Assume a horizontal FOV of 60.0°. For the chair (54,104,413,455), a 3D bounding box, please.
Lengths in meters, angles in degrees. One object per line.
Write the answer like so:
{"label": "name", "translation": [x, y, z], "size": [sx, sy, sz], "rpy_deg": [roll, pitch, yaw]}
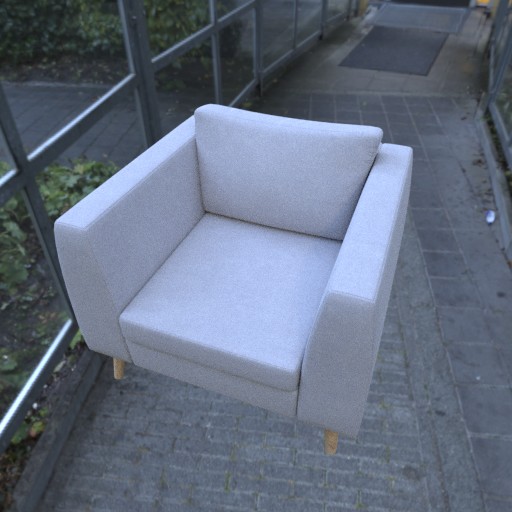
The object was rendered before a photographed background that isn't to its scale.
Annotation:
{"label": "chair", "translation": [0.000, 0.000, 1.663], "size": [1.000, 0.860, 0.930], "rpy_deg": [13, 41, 16]}
